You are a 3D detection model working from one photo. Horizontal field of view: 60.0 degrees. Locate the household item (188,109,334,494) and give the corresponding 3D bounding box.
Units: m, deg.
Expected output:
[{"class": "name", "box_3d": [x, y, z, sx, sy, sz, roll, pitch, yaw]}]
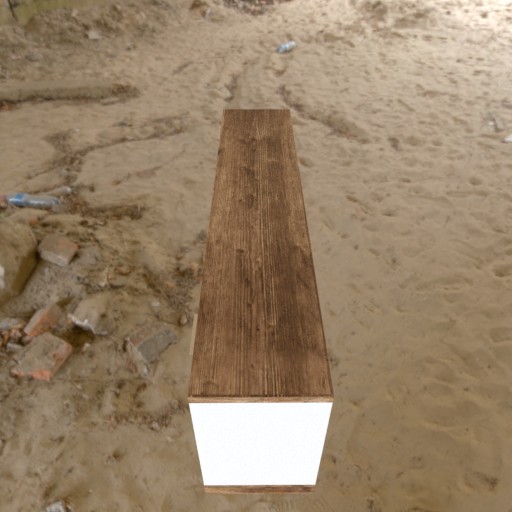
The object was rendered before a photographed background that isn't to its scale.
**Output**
[{"class": "household item", "box_3d": [0.000, 0.000, 2.011, 0.390, 0.615, 1.800, 0, 41, 0]}]
